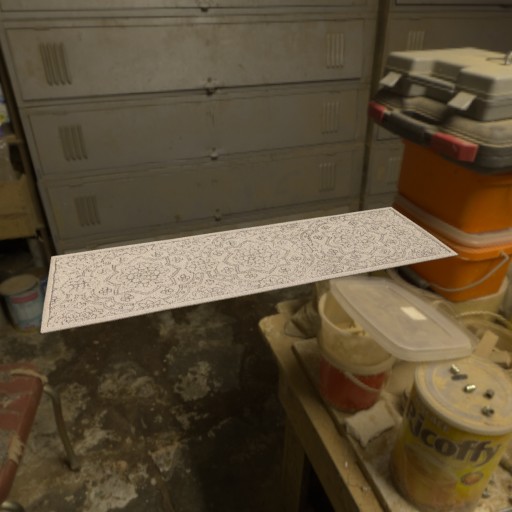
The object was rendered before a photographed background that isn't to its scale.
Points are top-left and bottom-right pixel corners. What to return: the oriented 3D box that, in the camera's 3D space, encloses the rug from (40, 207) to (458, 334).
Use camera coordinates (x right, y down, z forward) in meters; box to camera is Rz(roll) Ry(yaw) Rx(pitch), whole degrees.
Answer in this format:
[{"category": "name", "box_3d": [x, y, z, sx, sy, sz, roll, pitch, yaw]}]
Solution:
[{"category": "rug", "box_3d": [0.000, 0.000, 2.783, 2.448, 0.012, 0.769, -9, 32, -15]}]
